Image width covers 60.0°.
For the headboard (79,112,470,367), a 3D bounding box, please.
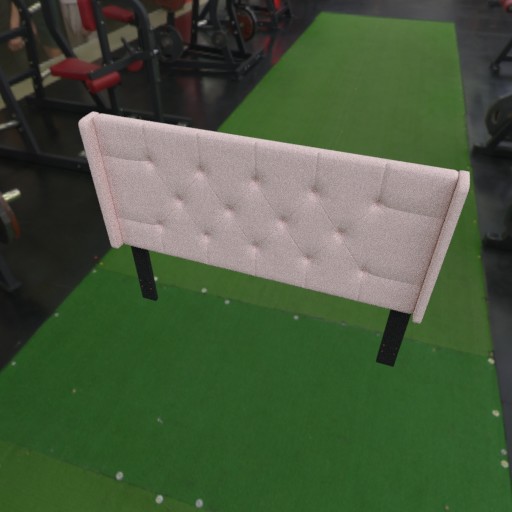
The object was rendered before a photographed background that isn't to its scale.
[{"bbox_3d":[0.000,0.000,2.755,2.051,1.524,0.184,13,42,15],"label":"headboard"}]
